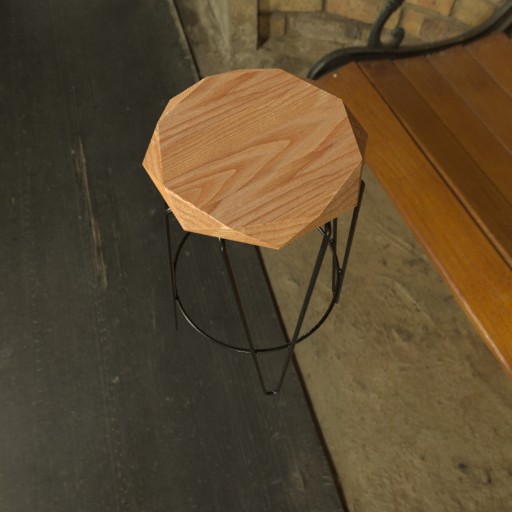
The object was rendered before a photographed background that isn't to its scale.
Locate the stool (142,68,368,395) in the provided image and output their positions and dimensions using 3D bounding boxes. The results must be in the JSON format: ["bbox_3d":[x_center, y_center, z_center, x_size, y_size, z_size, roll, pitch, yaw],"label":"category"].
[{"bbox_3d":[0.000,0.000,0.805,0.326,0.610,0.326,33,68,15],"label":"stool"}]
